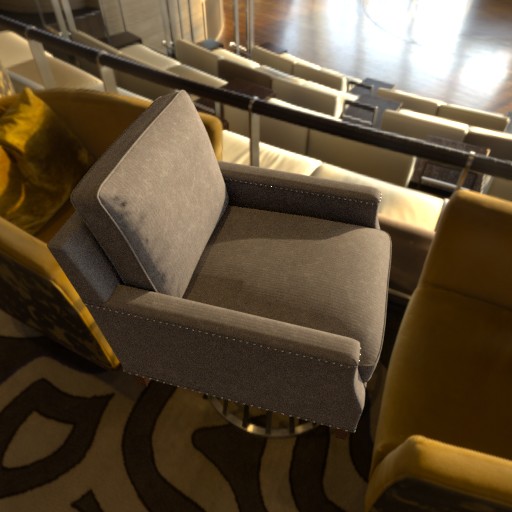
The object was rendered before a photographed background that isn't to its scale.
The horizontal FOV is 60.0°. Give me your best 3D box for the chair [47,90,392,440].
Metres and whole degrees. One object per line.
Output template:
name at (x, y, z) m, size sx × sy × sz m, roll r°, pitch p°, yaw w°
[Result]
chair at (0.000, 0.000, 1.679) m, size 1.014 × 0.948 × 0.853 m, roll 11°, pitch 47°, yaw 11°
